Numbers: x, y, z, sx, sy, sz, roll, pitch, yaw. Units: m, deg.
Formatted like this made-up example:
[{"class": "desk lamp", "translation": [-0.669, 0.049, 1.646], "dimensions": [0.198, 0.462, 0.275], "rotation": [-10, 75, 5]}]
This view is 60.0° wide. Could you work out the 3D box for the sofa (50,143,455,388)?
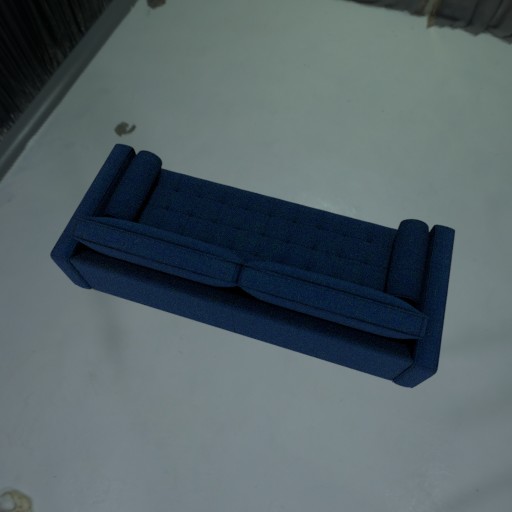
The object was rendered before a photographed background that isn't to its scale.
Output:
[{"class": "sofa", "translation": [0.000, 0.000, 2.739], "dimensions": [2.210, 0.762, 0.914], "rotation": [16, 64, 8]}]
